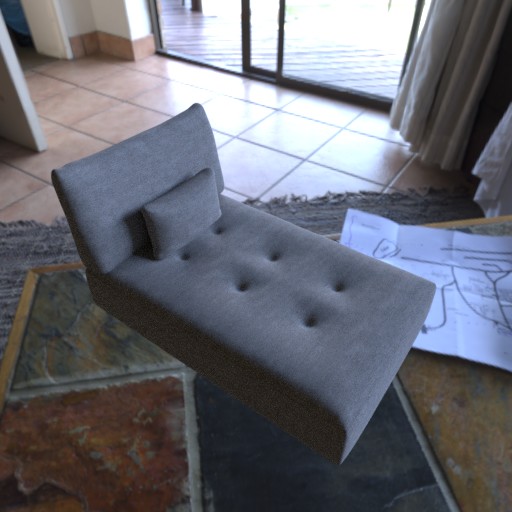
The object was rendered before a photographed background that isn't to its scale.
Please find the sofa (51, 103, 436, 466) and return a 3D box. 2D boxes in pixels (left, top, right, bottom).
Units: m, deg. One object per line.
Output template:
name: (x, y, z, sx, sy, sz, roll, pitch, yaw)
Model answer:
sofa: (0.000, 0.000, 1.996, 1.450, 0.820, 0.930, 25, 47, 27)
